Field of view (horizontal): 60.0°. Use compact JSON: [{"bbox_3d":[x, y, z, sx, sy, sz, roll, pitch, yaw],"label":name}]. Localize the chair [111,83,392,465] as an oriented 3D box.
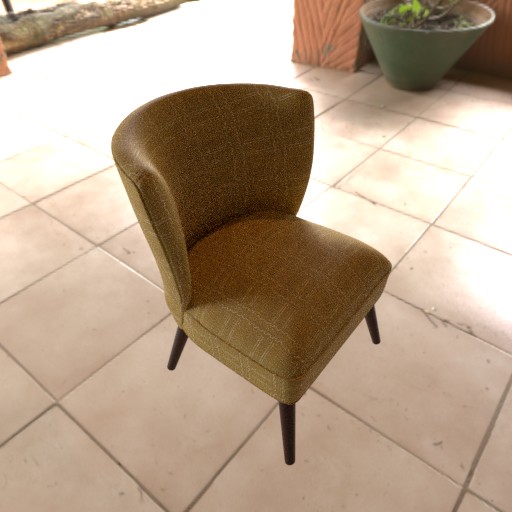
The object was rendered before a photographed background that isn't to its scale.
[{"bbox_3d":[0.000,0.000,1.416,0.758,0.866,0.706,27,47,28],"label":"chair"}]
